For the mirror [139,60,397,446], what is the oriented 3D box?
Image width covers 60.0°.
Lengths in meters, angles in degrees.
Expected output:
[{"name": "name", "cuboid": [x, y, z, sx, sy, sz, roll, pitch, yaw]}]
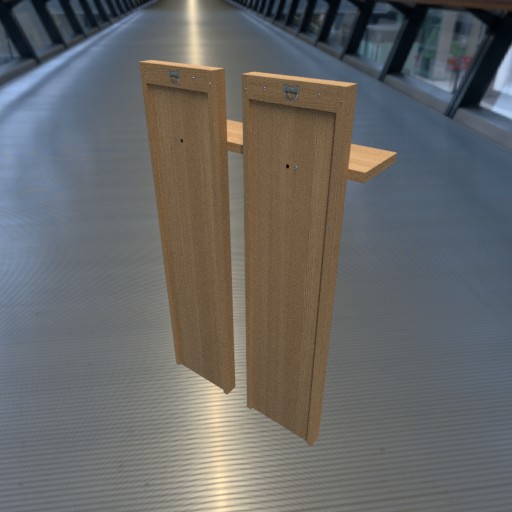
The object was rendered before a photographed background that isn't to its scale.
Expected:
[{"name": "mirror", "cuboid": [0.000, 0.000, 1.579, 0.800, 1.250, 0.260, 21, 37, 31]}]
